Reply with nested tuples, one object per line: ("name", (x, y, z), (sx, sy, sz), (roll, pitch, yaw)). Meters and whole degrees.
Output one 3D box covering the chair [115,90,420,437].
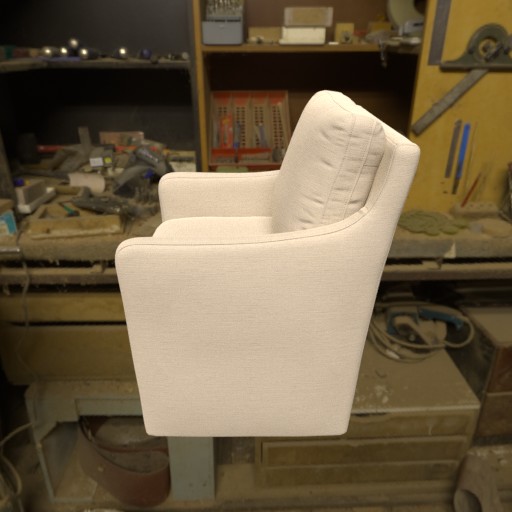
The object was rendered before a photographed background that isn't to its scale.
("chair", (0.000, 0.000, 1.359), (0.694, 0.914, 0.626), (0, 27, 0))
